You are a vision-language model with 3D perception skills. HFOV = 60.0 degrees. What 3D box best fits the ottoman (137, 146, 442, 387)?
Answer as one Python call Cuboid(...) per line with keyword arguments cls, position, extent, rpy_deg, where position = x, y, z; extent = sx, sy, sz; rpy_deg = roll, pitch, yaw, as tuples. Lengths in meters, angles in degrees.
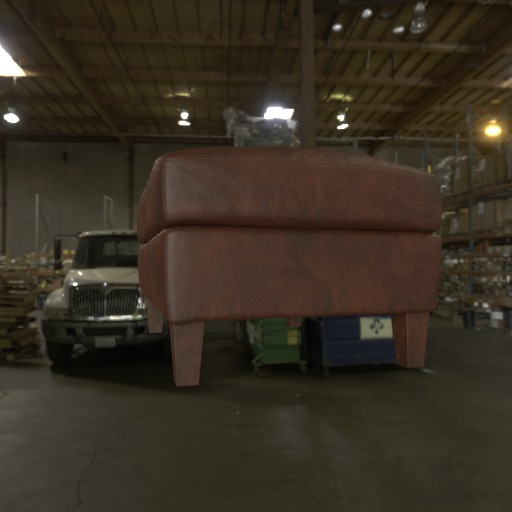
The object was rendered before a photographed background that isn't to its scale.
Cuboid(cls="ottoman", position=(0.000, 0.000, 1.313), extent=(0.659, 0.527, 0.887), rpy_deg=(0, -1, -18))
